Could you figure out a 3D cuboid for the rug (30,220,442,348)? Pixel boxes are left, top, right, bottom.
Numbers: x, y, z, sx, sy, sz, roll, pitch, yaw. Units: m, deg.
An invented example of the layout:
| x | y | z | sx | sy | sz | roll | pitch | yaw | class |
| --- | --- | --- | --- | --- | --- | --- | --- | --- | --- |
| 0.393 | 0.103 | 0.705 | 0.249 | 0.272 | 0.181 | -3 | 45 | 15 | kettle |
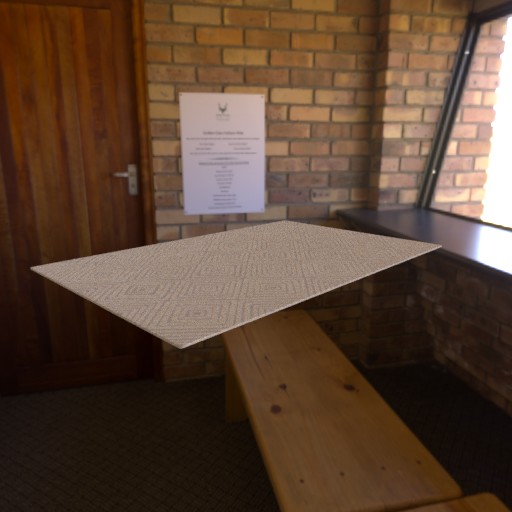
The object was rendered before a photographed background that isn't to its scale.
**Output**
| x | y | z | sx | sy | sz | roll | pitch | yaw | class |
| --- | --- | --- | --- | --- | --- | --- | --- | --- | --- |
| 0.000 | 0.000 | 2.220 | 1.143 | 0.008 | 1.753 | 14 | 20 | 43 | rug |
